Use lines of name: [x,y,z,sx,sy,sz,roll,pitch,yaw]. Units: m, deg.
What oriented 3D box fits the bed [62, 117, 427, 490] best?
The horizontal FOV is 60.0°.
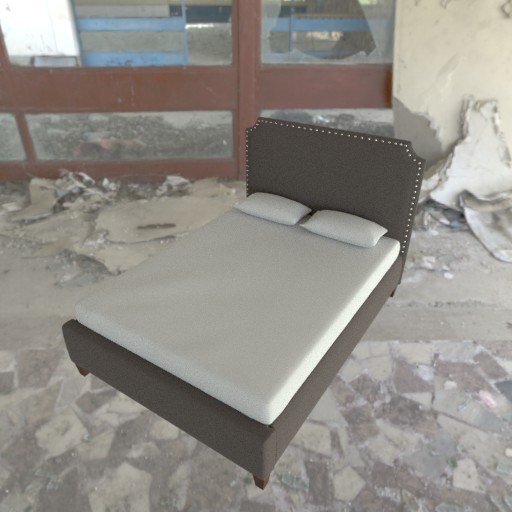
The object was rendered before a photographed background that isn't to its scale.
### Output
bed: [0.000,0.000,3.374,1.713,1.443,2.372,19,36,28]
